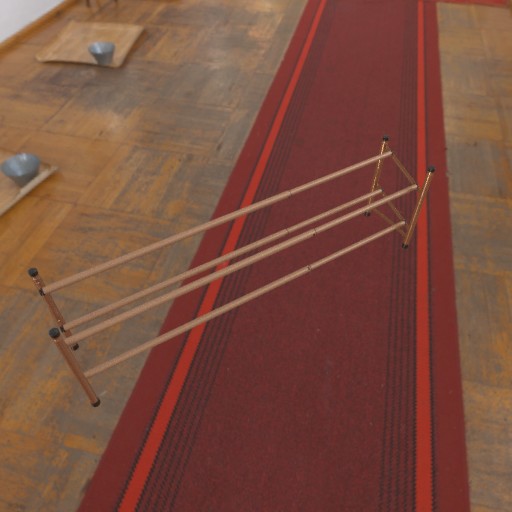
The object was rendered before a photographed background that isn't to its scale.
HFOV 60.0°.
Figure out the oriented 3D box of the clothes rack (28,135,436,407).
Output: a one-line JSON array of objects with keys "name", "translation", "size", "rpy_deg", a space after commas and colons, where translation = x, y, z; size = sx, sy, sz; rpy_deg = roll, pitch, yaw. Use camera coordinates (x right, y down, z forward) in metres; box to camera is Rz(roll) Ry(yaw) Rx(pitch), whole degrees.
[{"name": "clothes rack", "translation": [0.000, 0.000, 1.343], "size": [1.168, 0.349, 0.229], "rpy_deg": [-24, 51, -21]}]
